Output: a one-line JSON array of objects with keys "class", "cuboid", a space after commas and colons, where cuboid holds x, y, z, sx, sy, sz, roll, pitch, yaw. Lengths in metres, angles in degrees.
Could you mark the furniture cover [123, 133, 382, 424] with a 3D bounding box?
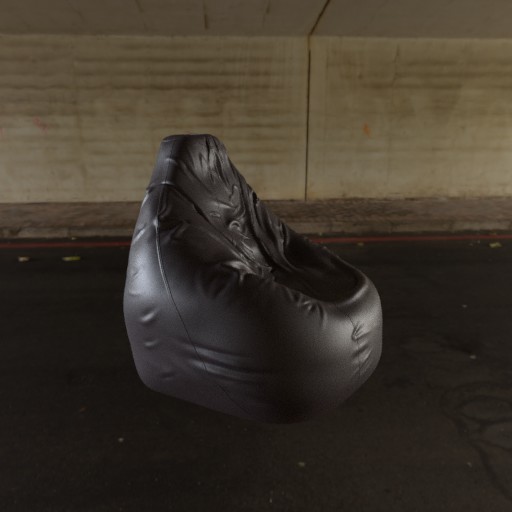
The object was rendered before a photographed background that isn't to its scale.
[{"class": "furniture cover", "cuboid": [0.000, 0.000, 1.857, 1.070, 0.990, 1.070, 8, 17, 27]}]
